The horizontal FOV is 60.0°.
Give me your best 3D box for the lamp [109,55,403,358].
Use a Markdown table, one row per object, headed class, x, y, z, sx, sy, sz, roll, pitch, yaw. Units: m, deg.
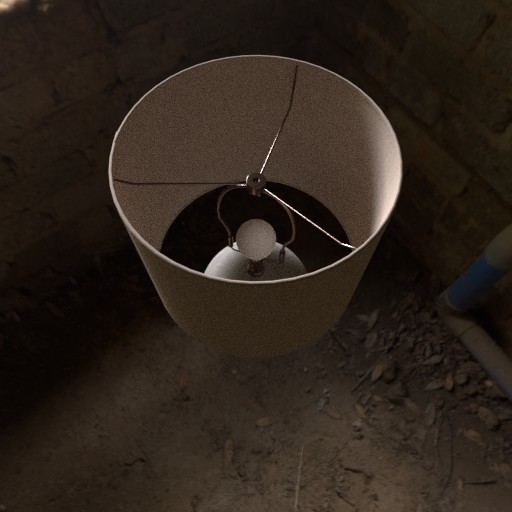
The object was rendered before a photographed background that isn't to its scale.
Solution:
| class | x | y | z | sx | sy | sz | roll | pitch | yaw |
| --- | --- | --- | --- | --- | --- | --- | --- | --- | --- |
| lamp | 0.000 | 0.000 | 0.588 | 0.269 | 0.409 | 0.269 | 17 | 63 | 9 |
